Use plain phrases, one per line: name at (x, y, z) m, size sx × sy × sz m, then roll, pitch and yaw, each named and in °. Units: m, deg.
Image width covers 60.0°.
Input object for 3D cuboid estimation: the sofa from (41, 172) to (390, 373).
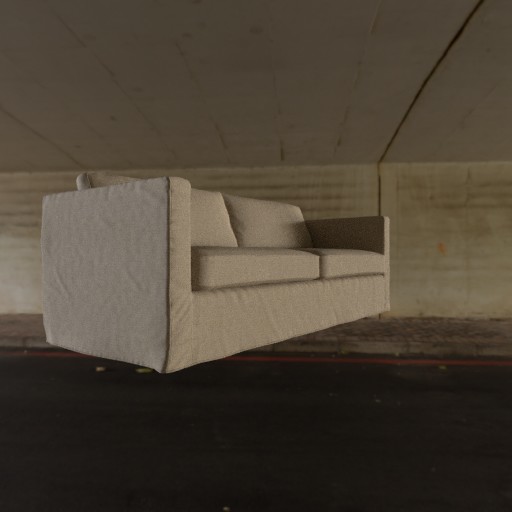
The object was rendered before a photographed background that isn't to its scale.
sofa at (0.000, 0.000, 2.784) m, size 0.956 × 0.847 × 2.296 m, roll 0°, pitch 0°, yaw 37°
